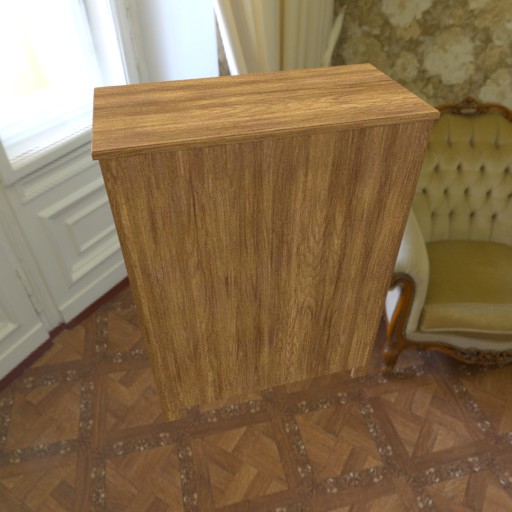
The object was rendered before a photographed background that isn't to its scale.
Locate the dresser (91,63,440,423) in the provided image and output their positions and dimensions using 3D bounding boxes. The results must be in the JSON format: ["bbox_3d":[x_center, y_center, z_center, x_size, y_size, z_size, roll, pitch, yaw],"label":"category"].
[{"bbox_3d":[0.000,0.000,1.980,1.081,1.431,0.558,-10,41,-11],"label":"dresser"}]
